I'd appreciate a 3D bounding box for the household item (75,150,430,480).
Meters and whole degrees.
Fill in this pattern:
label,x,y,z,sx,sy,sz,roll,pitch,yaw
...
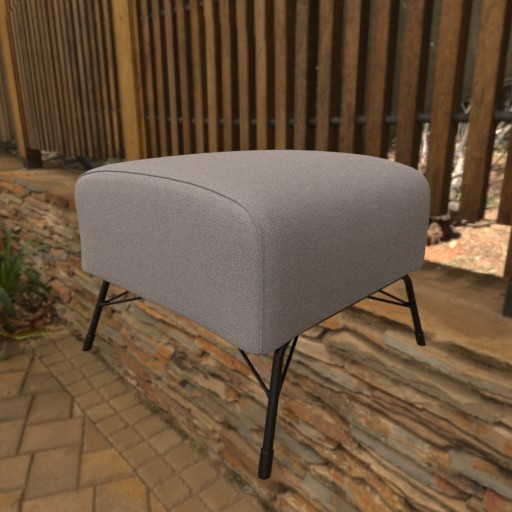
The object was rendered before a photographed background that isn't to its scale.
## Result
label,x,y,z,sx,sy,sz,roll,pitch,yaw
household item,0.000,0.000,0.897,0.530,0.410,0.530,15,23,41
